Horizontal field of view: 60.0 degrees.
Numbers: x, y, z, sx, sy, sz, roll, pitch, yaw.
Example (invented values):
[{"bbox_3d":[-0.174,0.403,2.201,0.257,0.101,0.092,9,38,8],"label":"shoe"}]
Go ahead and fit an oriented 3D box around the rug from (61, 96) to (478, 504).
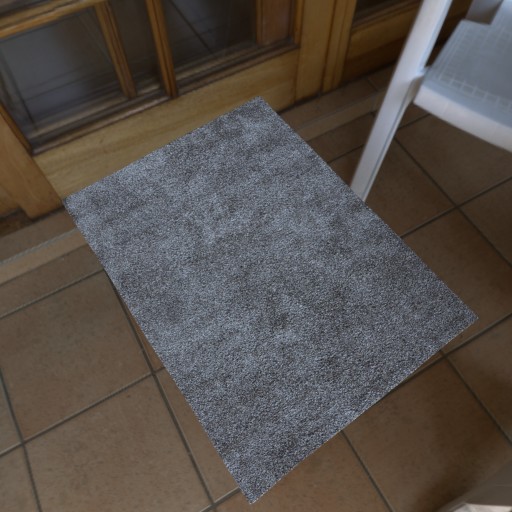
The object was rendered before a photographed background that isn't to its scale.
[{"bbox_3d":[0.000,0.000,2.038,1.198,0.025,1.601,-33,68,-15],"label":"rug"}]
